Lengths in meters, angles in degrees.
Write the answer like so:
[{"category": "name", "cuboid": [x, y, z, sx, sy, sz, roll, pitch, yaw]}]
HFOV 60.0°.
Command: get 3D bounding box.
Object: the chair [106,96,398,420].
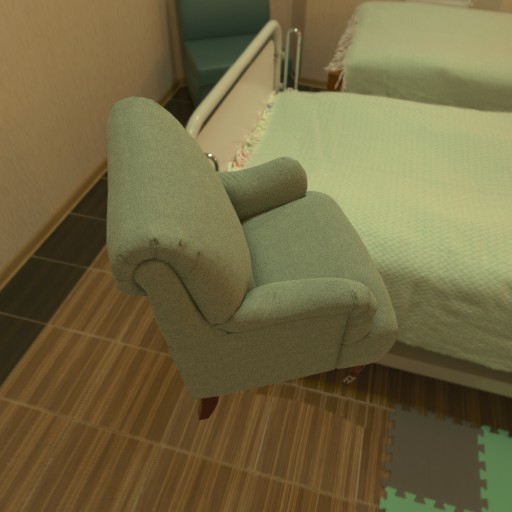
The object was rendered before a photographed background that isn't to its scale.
[{"category": "chair", "cuboid": [0.000, 0.000, 1.960, 1.060, 1.178, 0.964, -10, 46, -9]}]
